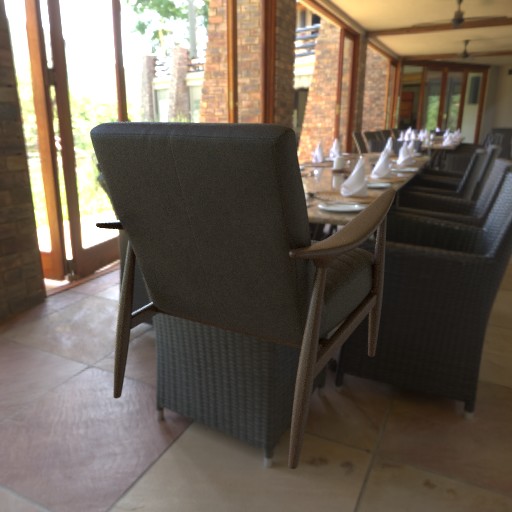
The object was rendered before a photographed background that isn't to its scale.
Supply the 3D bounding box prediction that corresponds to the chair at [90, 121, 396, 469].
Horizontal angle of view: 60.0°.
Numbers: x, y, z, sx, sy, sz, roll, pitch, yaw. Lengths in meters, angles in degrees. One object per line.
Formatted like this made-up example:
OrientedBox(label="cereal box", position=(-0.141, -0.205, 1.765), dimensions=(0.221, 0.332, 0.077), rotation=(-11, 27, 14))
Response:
OrientedBox(label="chair", position=(0.000, 0.000, 1.439), dimensions=(0.741, 0.831, 0.798), rotation=(9, 19, 28))
